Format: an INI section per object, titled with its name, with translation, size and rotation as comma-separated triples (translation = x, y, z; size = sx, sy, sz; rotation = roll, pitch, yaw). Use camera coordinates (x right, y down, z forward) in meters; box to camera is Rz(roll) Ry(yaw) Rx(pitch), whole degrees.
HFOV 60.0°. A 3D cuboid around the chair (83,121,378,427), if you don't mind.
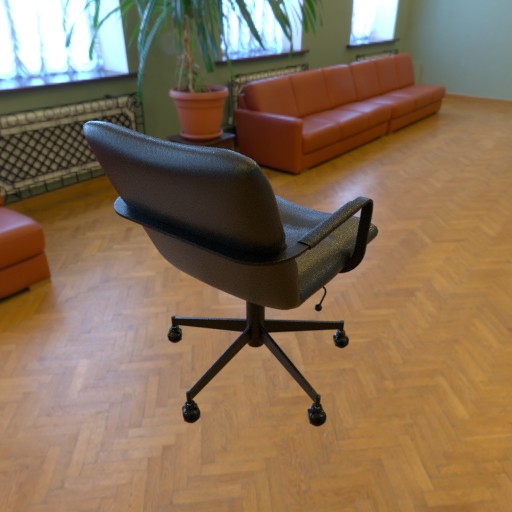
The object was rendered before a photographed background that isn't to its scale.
[chair]
translation = 0.000, 0.000, 1.456
size = 0.719, 0.922, 0.748
rotation = 21, 36, 32
